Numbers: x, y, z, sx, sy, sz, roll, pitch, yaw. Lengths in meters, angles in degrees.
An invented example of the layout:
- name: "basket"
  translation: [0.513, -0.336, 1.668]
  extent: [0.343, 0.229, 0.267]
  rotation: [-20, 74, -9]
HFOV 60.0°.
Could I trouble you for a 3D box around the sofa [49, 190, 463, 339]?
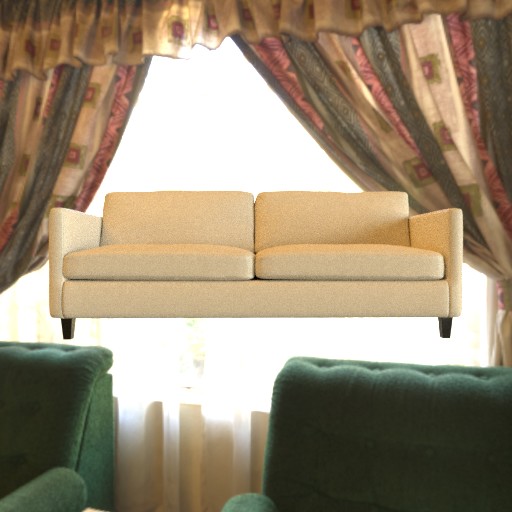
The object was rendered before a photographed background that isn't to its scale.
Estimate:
- name: "sofa"
  translation: [0.000, 0.000, 3.017]
  extent: [2.434, 0.965, 0.948]
  rotation: [0, 1, -1]
